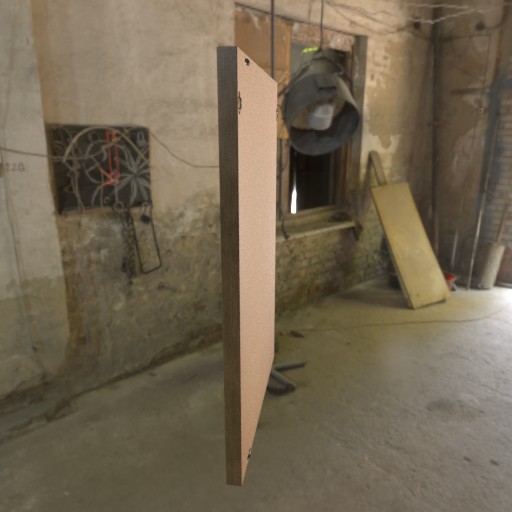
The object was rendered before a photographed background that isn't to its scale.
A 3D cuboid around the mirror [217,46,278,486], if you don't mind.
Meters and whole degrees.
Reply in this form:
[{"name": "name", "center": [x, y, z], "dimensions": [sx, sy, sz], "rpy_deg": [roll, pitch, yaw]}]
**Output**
[{"name": "mirror", "center": [0.000, 0.000, 1.172], "dimensions": [0.041, 0.915, 0.609], "rpy_deg": [2, 16, 9]}]
